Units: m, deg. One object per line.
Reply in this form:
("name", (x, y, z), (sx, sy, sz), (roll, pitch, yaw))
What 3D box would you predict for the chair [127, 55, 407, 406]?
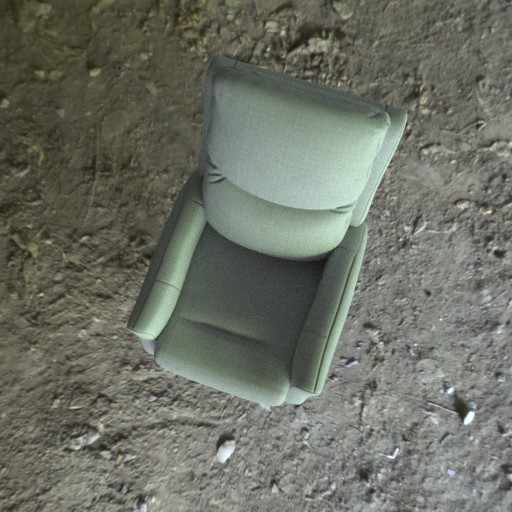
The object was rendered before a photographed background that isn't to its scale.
("chair", (0.000, 0.000, 1.765), (0.829, 1.030, 1.080), (18, 77, 4))
